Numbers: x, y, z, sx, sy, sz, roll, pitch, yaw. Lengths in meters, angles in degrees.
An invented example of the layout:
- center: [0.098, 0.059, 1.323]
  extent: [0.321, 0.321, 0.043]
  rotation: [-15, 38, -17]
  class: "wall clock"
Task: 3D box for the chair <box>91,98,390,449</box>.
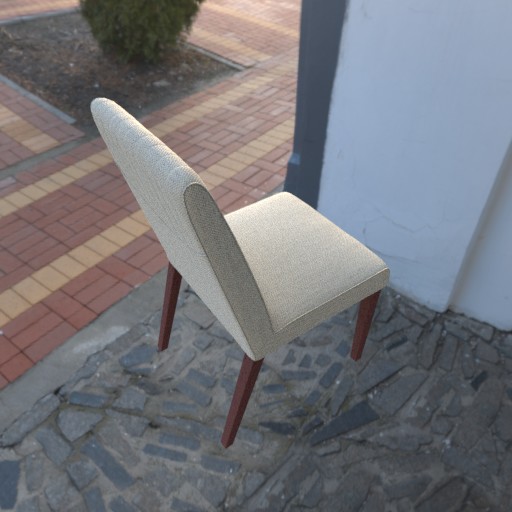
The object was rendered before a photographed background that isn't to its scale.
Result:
- center: [0.000, 0.000, 1.220]
  extent: [0.594, 0.900, 0.480]
  rotation: [-25, 47, -26]
  class: "chair"
